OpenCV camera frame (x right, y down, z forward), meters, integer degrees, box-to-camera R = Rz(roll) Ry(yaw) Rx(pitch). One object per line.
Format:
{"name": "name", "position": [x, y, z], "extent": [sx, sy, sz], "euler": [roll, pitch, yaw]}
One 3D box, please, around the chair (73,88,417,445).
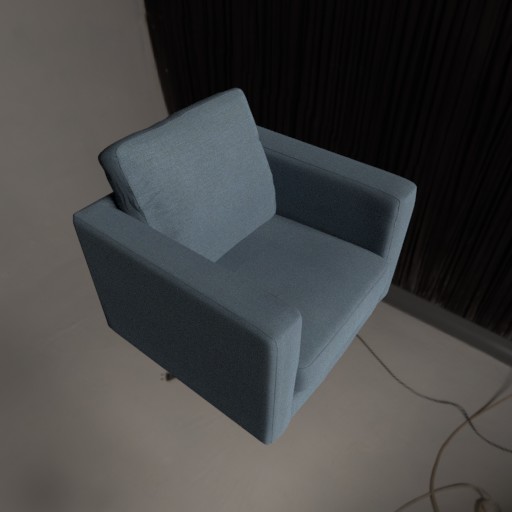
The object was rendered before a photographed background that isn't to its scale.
{"name": "chair", "position": [0.000, 0.000, 1.586], "extent": [0.820, 0.922, 0.855], "euler": [27, 49, 27]}
